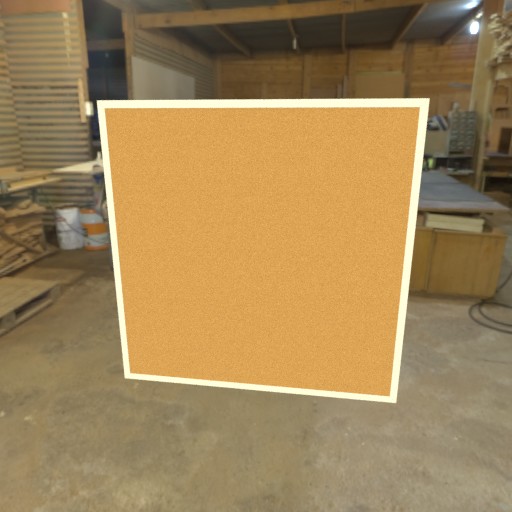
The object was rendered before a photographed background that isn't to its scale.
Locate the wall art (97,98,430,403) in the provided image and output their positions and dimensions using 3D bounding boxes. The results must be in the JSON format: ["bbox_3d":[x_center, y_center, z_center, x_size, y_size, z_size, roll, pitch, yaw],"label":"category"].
[{"bbox_3d":[0.000,0.000,0.766,0.509,0.509,0.040,3,18,8],"label":"wall art"}]
